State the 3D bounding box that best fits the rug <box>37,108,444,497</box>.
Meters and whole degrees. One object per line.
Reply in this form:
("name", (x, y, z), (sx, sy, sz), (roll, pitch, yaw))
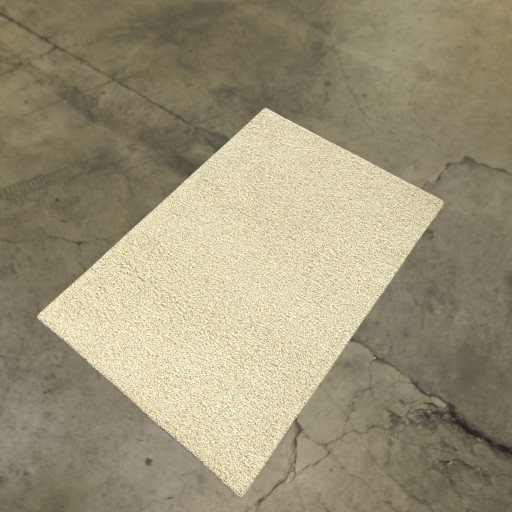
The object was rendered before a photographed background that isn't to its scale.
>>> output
("rug", (0.000, 0.000, 2.235), (1.219, 0.030, 1.778), (33, 65, 18))
